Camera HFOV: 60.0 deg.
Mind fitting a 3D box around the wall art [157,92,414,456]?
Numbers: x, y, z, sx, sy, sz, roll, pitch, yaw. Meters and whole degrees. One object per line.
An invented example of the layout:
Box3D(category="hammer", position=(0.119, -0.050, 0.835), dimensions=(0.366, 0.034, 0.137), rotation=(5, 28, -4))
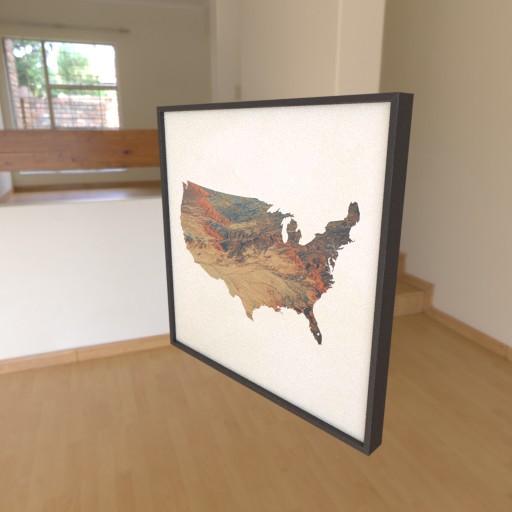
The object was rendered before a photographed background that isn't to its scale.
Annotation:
Box3D(category="wall art", position=(0.000, 0.000, 0.770), dimensions=(0.507, 0.507, 0.038), rotation=(15, 22, 43))
